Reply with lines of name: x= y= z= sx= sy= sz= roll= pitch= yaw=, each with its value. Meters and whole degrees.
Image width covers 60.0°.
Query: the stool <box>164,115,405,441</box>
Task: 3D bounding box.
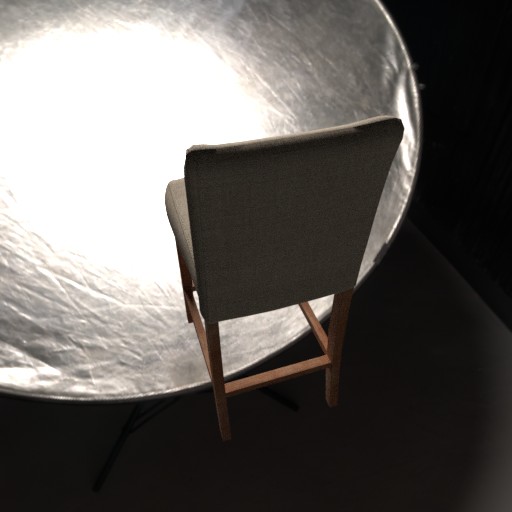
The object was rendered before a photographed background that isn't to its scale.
stool: x=0.000 y=0.000 z=1.331 sx=0.454 sy=1.039 sz=0.567 roll=-12 pitch=44 yaw=-13
